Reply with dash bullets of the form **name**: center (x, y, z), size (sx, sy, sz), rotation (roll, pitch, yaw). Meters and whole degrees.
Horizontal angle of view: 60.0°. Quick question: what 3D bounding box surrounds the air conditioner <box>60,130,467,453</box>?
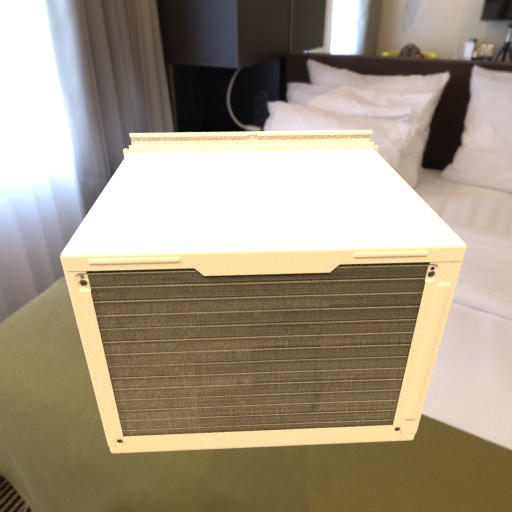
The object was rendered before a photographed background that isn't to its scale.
- **air conditioner**: center (0.000, 0.000, 0.838), size (0.503, 0.388, 0.546), rotation (-1, 30, -3)
